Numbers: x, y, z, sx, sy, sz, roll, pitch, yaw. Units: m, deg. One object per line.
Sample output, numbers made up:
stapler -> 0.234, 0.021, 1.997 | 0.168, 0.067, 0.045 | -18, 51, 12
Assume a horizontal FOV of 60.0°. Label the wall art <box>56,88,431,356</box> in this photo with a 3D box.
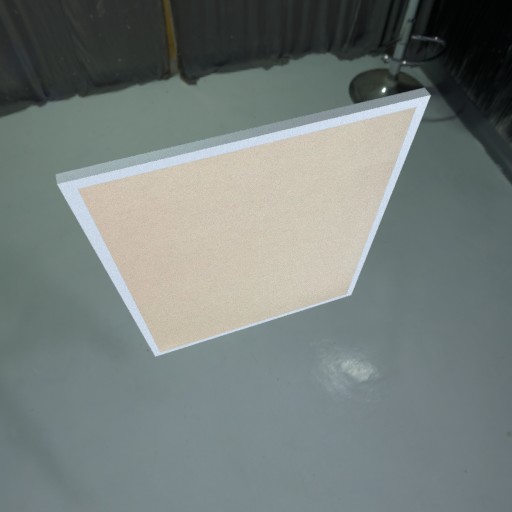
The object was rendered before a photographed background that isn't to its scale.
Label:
wall art -> 0.000, 0.000, 0.627 | 0.382, 0.456, 0.013 | -16, 59, -10
